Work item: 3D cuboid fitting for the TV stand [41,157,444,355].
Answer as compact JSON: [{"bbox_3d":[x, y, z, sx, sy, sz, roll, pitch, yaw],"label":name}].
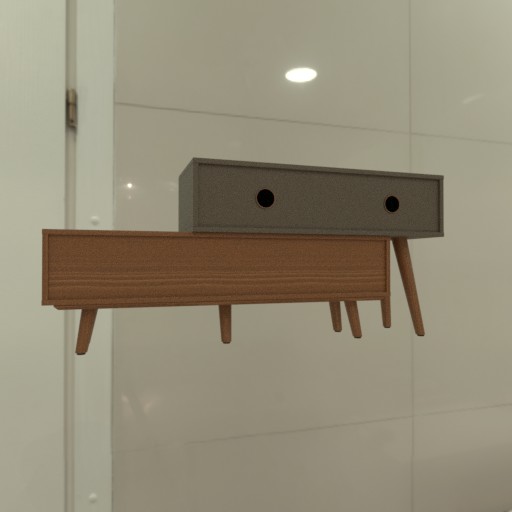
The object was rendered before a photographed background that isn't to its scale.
[{"bbox_3d":[0.000,0.000,1.568,1.336,0.591,0.329,0,-1,-18],"label":"TV stand"}]
